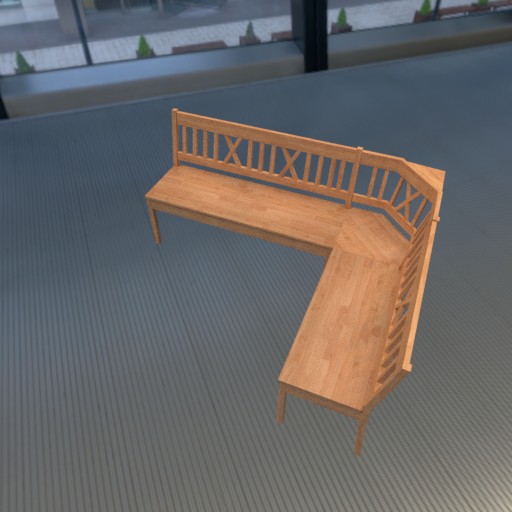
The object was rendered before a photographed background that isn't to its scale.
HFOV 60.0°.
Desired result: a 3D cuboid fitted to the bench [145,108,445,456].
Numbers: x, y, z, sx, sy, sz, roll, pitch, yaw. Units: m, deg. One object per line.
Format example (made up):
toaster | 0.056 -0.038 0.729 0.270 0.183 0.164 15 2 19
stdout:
bench | 0.000 0.000 2.798 1.937 0.902 1.537 16 47 16
